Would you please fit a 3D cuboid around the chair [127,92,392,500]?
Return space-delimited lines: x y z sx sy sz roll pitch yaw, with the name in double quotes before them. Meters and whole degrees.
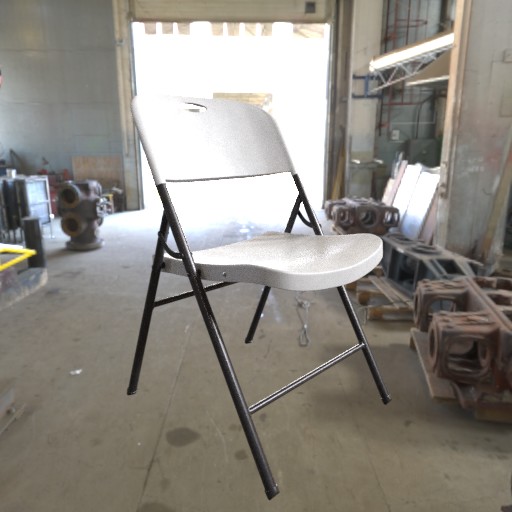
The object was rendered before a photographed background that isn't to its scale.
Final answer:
"chair" 0.000 0.000 1.132 0.566 0.810 0.494 13 19 43
